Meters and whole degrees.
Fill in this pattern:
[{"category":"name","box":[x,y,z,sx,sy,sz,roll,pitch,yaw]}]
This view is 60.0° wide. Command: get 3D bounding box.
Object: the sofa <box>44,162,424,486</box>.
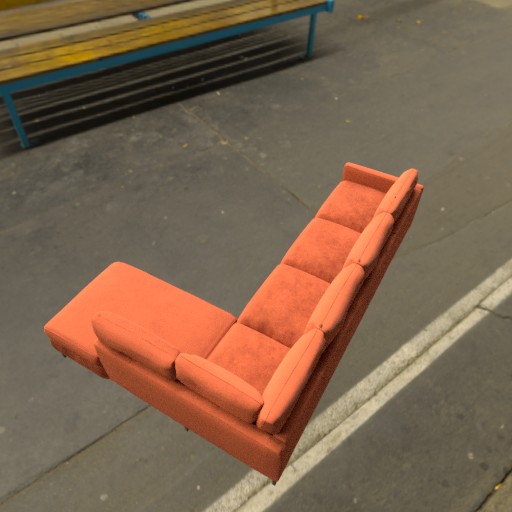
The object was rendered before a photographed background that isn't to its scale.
[{"category":"sofa","box":[0.000,0.000,3.567,1.879,0.757,2.736,23,50,21]}]
